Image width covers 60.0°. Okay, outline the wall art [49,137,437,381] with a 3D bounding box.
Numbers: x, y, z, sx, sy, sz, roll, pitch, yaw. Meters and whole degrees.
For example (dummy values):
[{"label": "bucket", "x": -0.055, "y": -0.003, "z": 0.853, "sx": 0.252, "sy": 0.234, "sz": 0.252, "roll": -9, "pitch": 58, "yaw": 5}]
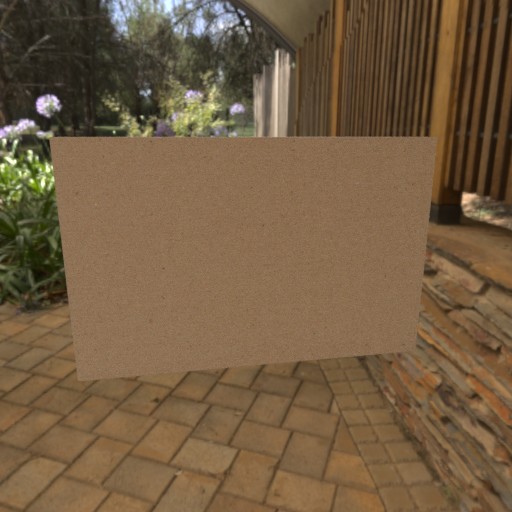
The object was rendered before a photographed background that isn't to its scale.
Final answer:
[{"label": "wall art", "x": 0.000, "y": 0.000, "z": 0.768, "sx": 0.618, "sy": 0.398, "sz": 0.042, "roll": -3, "pitch": 15, "yaw": -10}]
